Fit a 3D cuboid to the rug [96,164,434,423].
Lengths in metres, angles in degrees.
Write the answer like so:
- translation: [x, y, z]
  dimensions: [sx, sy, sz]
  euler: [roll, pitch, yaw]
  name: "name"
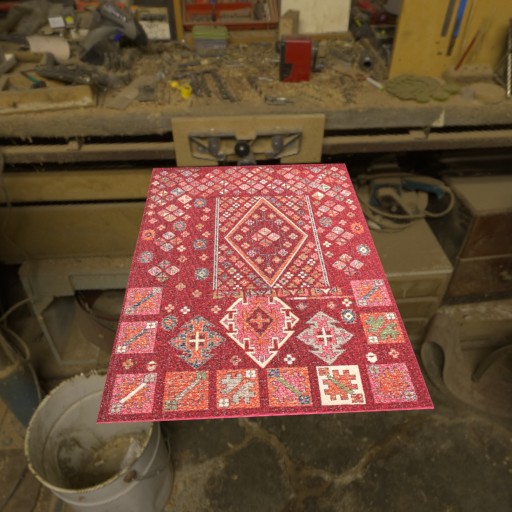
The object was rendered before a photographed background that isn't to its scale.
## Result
- translation: [0.000, 0.000, 2.858]
  dimensions: [1.579, 0.007, 2.184]
  euler: [-2, 43, -2]
  name: "rug"
